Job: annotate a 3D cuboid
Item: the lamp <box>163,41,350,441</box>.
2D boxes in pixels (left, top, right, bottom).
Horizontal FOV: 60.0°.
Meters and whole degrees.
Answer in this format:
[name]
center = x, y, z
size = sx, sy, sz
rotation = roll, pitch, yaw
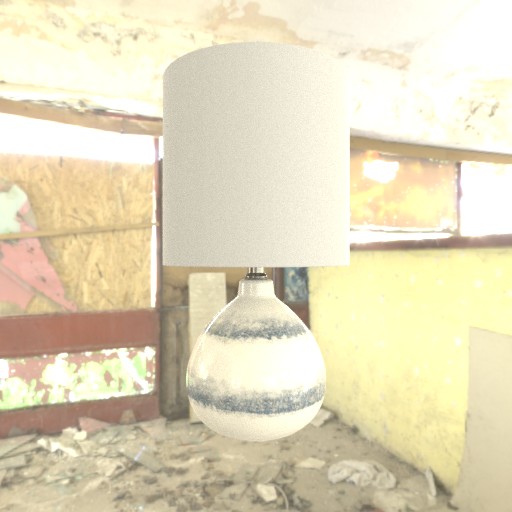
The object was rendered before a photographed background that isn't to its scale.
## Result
[lamp]
center = 0.000, 0.000, 0.525
size = 0.216, 0.404, 0.216
rotation = 0, 0, -1
